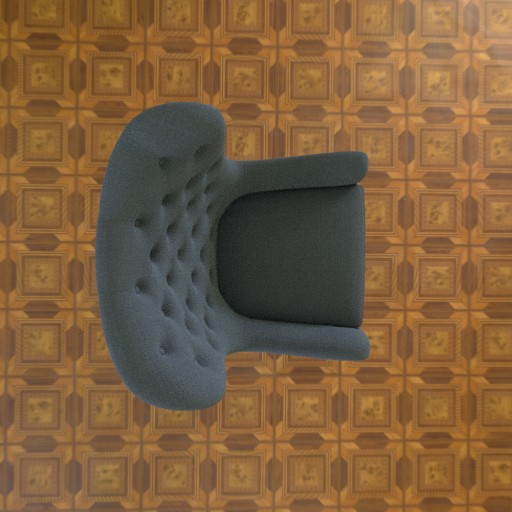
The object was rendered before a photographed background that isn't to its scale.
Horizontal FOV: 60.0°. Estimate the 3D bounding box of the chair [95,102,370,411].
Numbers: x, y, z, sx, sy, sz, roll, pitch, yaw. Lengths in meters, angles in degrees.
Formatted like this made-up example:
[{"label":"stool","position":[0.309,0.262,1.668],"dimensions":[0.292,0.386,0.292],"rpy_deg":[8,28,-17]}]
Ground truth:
[{"label":"chair","position":[0.000,0.000,1.705],"dimensions":[0.930,1.079,0.831],"rpy_deg":[0,90,-2]}]
